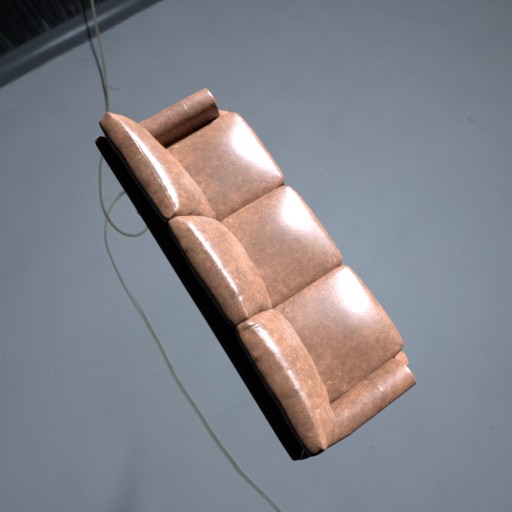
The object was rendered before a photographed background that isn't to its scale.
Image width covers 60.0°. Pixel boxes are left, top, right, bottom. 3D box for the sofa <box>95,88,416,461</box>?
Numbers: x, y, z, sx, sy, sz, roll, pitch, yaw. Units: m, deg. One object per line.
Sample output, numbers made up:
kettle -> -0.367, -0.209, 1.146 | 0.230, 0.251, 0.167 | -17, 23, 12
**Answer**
sofa -> 0.000, 0.000, 2.842 | 0.973, 0.977, 2.351 | -32, 78, -8
